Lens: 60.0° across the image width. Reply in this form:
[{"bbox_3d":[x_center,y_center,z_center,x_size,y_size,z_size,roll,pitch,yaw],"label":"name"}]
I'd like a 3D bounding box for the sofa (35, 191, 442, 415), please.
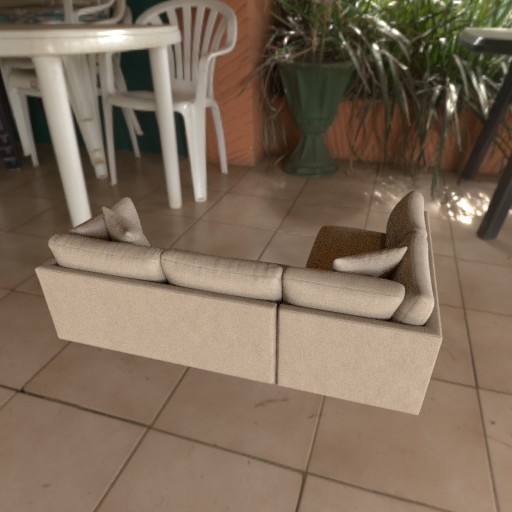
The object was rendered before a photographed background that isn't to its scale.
[{"bbox_3d":[0.000,0.000,3.901,2.896,0.978,1.994,8,30,14],"label":"sofa"}]
